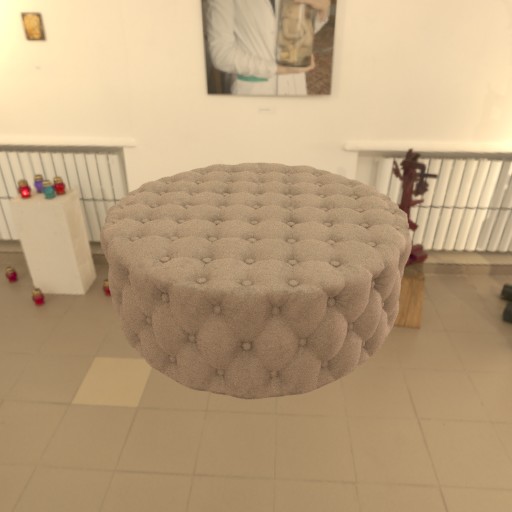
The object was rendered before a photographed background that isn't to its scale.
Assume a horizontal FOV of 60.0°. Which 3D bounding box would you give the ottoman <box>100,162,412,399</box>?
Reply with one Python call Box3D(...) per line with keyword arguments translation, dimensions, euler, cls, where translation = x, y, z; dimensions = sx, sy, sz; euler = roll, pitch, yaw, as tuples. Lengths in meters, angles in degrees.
Box3D(translation=(0.000, 0.000, 1.543), dimensions=(0.998, 0.399, 0.998), euler=(0, 30, 0), cls="ottoman")
